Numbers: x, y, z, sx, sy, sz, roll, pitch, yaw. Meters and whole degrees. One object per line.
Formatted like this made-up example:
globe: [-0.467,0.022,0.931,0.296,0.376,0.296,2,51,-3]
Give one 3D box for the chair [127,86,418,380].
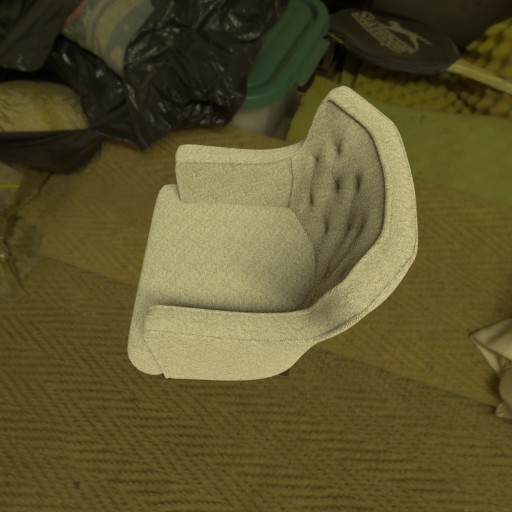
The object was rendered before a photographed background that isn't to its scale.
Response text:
chair: [0.000,0.000,1.679,0.910,0.920,0.820,2,59,1]
